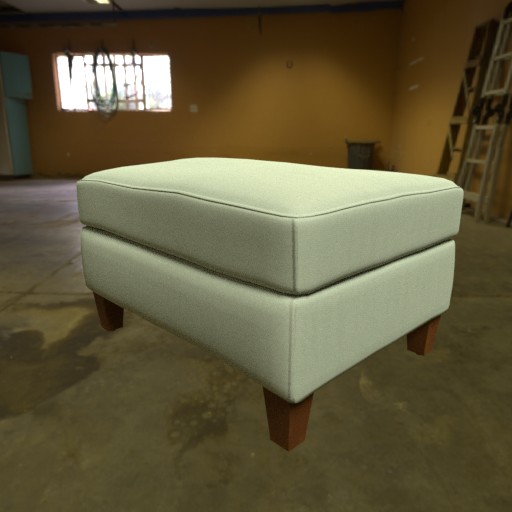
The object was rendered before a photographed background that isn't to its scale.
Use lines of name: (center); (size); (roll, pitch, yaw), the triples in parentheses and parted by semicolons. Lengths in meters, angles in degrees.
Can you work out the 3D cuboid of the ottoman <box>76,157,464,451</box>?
ottoman: (0.000, 0.000, 1.174); (0.634, 0.496, 0.818); (-14, 21, -42)
